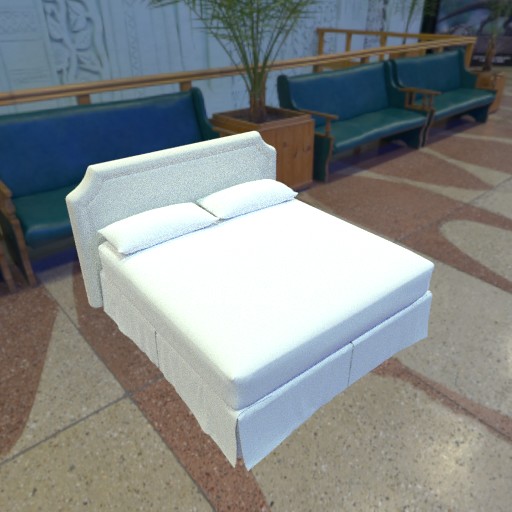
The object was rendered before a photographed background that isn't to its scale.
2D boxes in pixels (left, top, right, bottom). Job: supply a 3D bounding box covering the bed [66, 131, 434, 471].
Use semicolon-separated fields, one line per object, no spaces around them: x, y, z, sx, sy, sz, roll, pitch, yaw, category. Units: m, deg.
0.000;0.000;3.574;2.160;1.301;2.204;-22;37;-33;bed
